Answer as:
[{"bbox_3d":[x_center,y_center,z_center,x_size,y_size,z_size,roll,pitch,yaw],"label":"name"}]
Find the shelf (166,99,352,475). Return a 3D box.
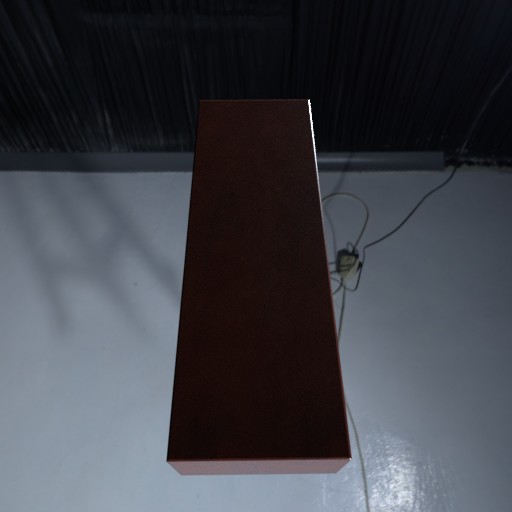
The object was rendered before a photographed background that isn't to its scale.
[{"bbox_3d":[0.000,0.000,0.525,0.152,0.088,0.457,-1,57,0],"label":"shelf"}]
